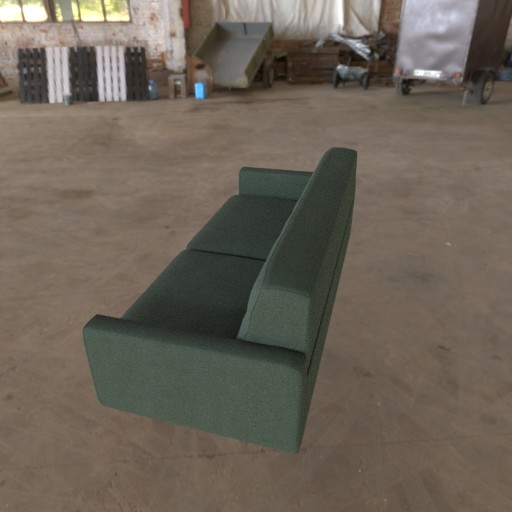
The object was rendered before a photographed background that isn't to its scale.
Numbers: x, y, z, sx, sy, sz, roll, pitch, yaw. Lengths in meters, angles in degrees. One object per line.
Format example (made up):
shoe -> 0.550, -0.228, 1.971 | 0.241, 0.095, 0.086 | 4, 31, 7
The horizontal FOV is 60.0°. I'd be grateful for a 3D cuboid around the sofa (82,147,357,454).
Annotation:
sofa -> 0.000, 0.000, 2.493 | 0.909, 0.841, 2.029 | 8, 30, 14
